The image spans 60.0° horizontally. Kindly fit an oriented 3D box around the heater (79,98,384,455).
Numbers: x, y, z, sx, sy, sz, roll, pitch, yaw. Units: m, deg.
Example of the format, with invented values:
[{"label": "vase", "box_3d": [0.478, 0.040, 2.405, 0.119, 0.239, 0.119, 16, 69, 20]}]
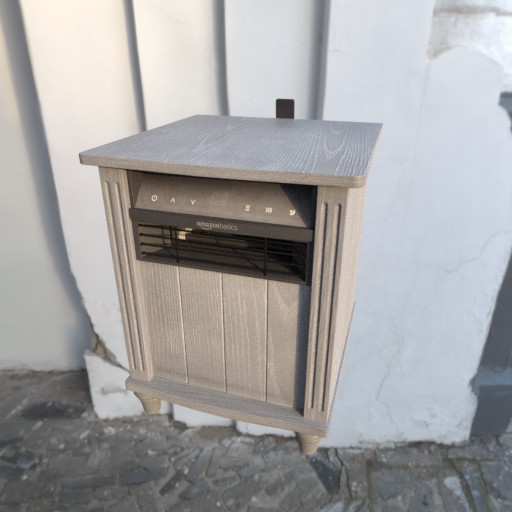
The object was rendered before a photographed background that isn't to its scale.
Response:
[{"label": "heater", "box_3d": [0.000, 0.000, 0.769, 0.362, 0.481, 0.400, 8, 27, 16]}]
